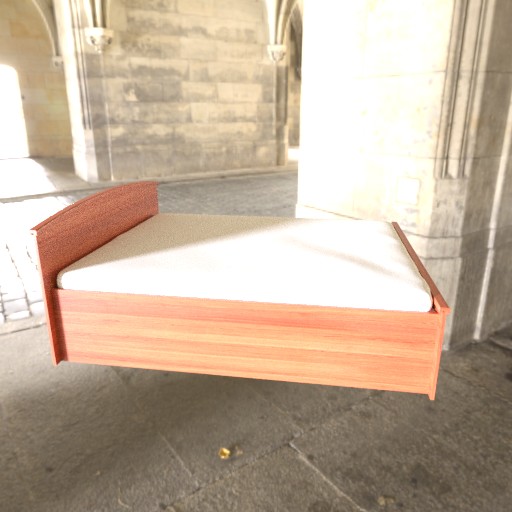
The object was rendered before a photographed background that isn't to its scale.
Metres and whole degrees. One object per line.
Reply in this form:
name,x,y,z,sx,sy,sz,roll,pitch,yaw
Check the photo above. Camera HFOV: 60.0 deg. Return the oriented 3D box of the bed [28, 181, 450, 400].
bed,0.000,0.000,2.977,2.053,0.848,1.683,3,18,9
